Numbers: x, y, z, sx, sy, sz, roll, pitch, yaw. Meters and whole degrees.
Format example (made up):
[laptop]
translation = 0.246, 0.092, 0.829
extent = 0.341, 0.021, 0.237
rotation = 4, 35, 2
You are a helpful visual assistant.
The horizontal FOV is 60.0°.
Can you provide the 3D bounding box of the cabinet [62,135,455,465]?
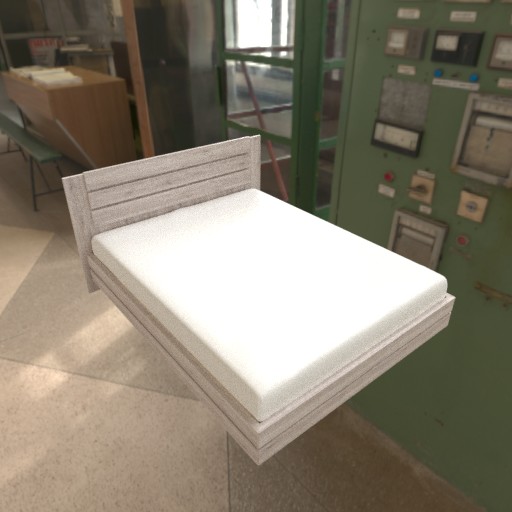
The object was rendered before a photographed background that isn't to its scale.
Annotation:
[cabinet]
translation = 0.000, 0.000, 3.057
extent = 1.750, 0.970, 2.080
rotation = -22, 37, -33
